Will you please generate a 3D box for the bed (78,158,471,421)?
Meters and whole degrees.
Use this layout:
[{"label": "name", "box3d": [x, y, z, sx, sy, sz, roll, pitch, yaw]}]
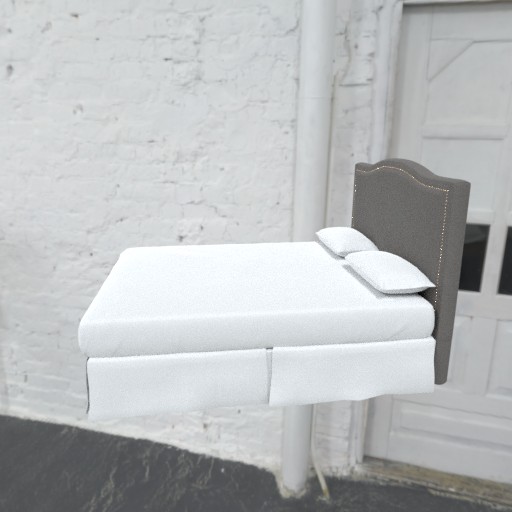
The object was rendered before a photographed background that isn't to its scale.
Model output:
[{"label": "bed", "box3d": [0.000, 0.000, 3.375, 2.282, 1.436, 1.821, -2, 16, -7]}]
